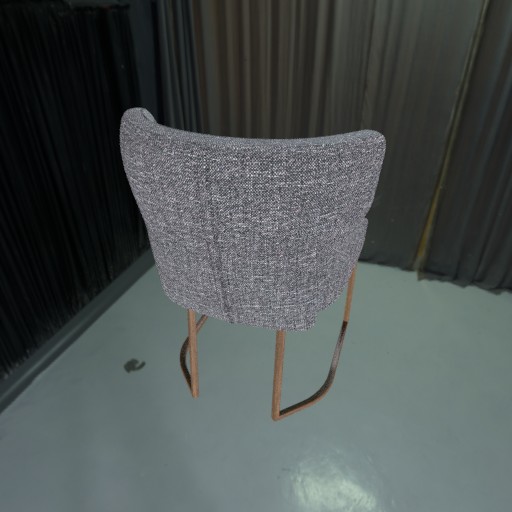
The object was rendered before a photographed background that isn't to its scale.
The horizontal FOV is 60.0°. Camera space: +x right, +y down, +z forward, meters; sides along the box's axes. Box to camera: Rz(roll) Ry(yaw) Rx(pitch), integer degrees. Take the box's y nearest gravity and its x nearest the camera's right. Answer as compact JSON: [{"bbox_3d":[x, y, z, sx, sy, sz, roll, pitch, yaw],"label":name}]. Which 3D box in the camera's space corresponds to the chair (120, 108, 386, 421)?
[{"bbox_3d":[0.000,0.000,1.246,0.611,0.824,0.617,10,34,16],"label":"chair"}]
